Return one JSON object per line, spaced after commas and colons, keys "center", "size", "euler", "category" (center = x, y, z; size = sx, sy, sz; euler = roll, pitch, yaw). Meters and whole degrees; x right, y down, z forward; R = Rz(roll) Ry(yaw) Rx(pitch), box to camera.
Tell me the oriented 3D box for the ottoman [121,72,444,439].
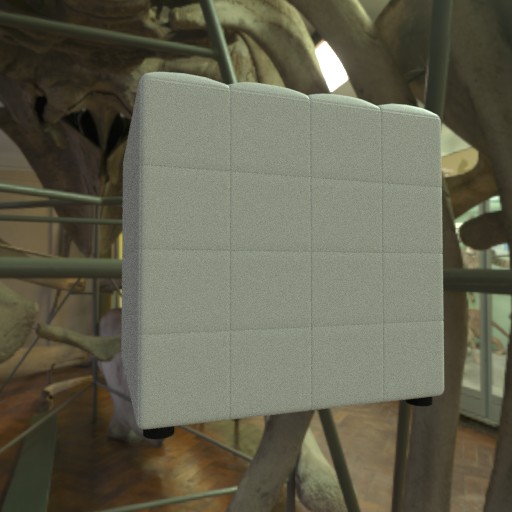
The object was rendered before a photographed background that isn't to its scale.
{"center": [0.000, 0.000, 0.764], "size": [0.425, 0.432, 0.425], "euler": [1, -2, -19], "category": "ottoman"}
